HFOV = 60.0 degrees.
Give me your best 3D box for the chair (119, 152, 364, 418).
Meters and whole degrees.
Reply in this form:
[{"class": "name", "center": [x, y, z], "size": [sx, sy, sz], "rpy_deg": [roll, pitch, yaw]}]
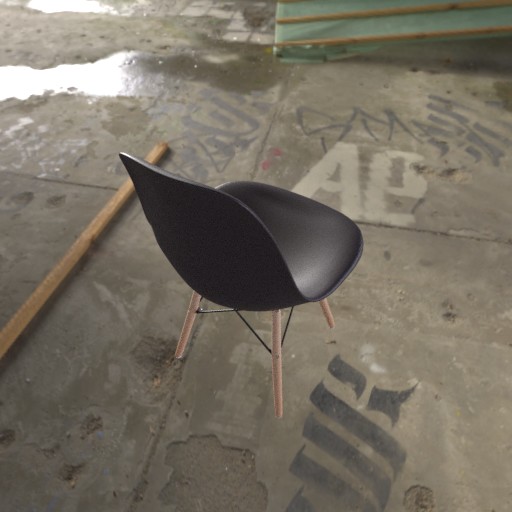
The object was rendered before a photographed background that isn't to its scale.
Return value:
[{"class": "chair", "center": [0.000, 0.000, 1.127], "size": [0.470, 0.825, 0.533], "rpy_deg": [25, 51, 22]}]
